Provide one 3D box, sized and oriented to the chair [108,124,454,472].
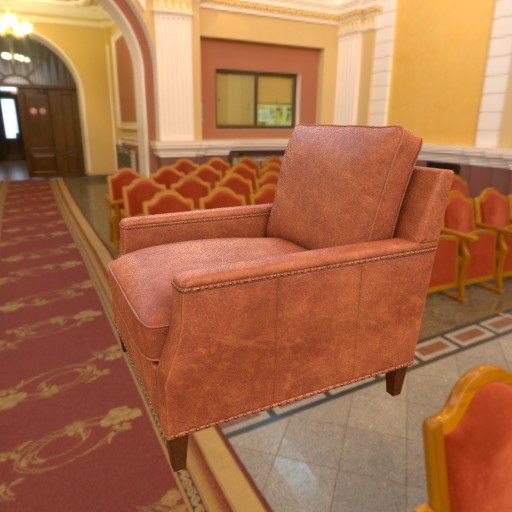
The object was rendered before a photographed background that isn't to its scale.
[{"bbox_3d":[0.000,0.000,1.656,1.014,0.943,0.853,-8,19,-25],"label":"chair"}]
